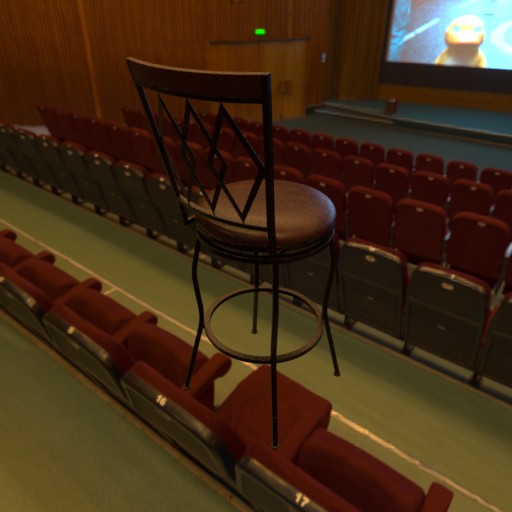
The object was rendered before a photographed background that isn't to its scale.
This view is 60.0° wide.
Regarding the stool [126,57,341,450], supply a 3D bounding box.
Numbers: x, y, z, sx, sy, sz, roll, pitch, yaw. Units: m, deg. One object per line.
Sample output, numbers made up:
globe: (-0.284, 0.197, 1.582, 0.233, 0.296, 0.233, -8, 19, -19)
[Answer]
stool: (0.000, 0.000, 1.365, 0.432, 1.134, 0.521, 21, 36, 32)
